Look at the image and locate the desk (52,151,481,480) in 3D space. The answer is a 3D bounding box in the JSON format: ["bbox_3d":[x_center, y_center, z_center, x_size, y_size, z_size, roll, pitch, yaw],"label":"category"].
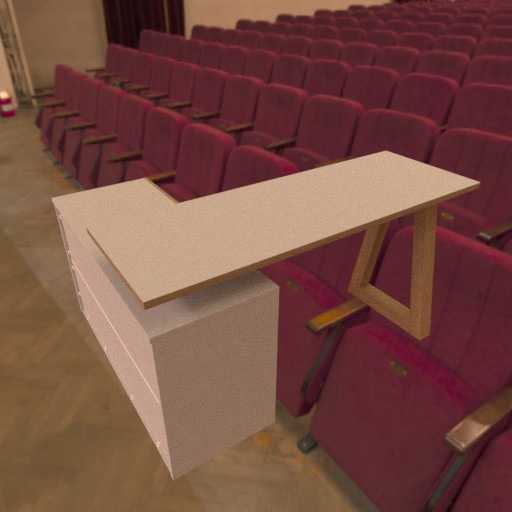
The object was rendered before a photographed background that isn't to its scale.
[{"bbox_3d":[0.000,0.000,2.001,1.404,0.755,1.098,-19,36,-29],"label":"desk"}]
